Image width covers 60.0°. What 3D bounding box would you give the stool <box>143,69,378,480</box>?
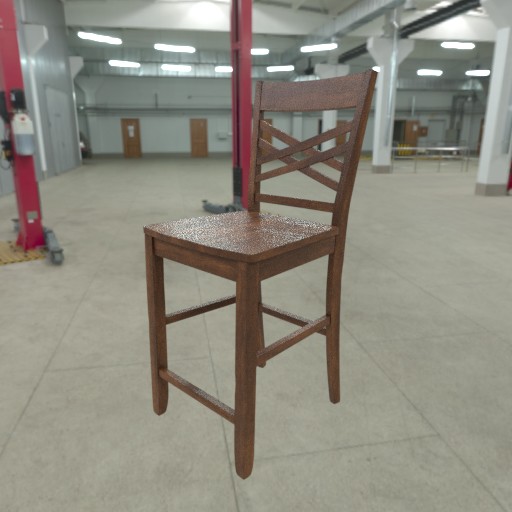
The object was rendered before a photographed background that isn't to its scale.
[{"bbox_3d":[0.000,0.000,1.372,0.462,1.079,0.539,15,22,42],"label":"stool"}]
